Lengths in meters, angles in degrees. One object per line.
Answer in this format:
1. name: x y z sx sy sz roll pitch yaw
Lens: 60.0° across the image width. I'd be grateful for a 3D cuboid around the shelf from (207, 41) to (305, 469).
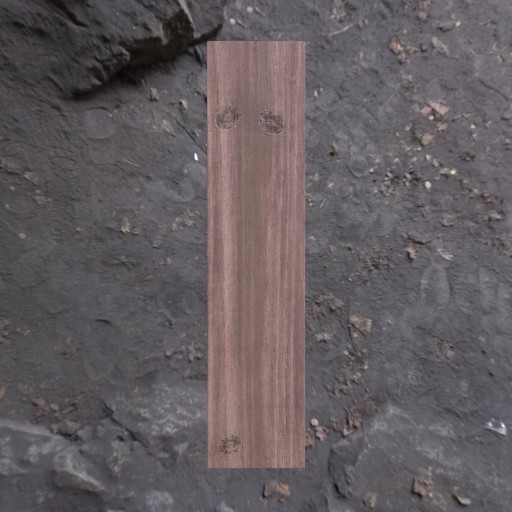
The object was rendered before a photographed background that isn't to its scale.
1. shelf: 0.000 0.000 0.642 0.140 0.020 0.610 0 91 -1
